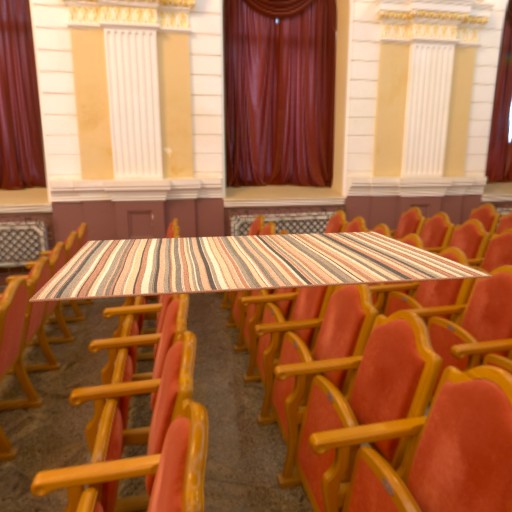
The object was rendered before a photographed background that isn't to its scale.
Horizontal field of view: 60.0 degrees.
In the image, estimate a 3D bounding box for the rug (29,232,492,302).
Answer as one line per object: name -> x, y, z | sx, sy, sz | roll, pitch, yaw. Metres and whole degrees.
rug -> 0.000, 0.000, 3.017 | 2.438, 0.014, 1.523 | -2, 13, -10
